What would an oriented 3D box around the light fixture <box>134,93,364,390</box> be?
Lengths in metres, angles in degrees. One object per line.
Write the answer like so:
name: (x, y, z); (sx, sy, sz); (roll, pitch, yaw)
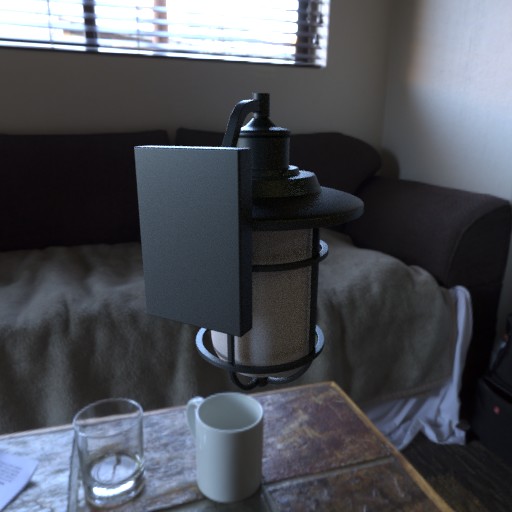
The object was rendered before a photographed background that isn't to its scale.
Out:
light fixture: (0.000, 0.000, 0.498); (0.222, 0.345, 0.252); (8, 18, 27)
